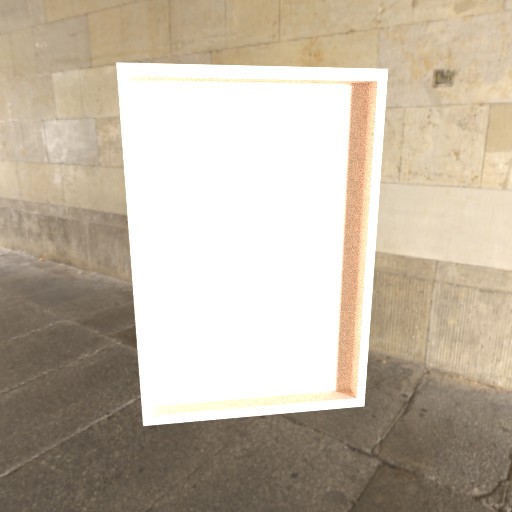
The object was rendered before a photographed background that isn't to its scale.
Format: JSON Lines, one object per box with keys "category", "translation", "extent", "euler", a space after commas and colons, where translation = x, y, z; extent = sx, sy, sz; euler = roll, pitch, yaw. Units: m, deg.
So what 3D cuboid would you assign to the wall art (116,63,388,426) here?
{"category": "wall art", "translation": [0.000, 0.000, 0.771], "extent": [0.418, 0.608, 0.038], "euler": [-2, 15, -8]}
